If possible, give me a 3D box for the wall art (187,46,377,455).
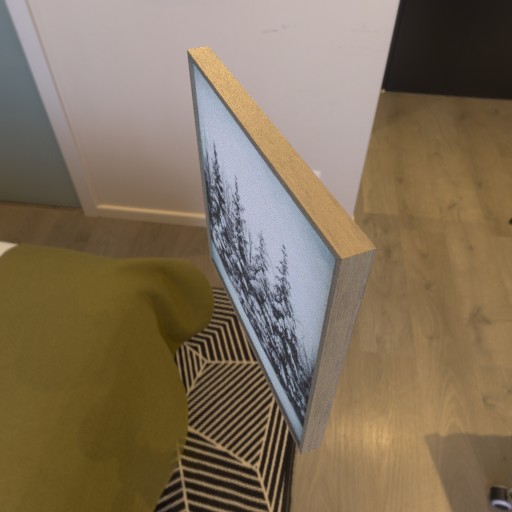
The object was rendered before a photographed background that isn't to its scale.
[{"bbox_3d":[0.000,0.000,0.758,0.037,0.507,0.507,-17,49,-15],"label":"wall art"}]
